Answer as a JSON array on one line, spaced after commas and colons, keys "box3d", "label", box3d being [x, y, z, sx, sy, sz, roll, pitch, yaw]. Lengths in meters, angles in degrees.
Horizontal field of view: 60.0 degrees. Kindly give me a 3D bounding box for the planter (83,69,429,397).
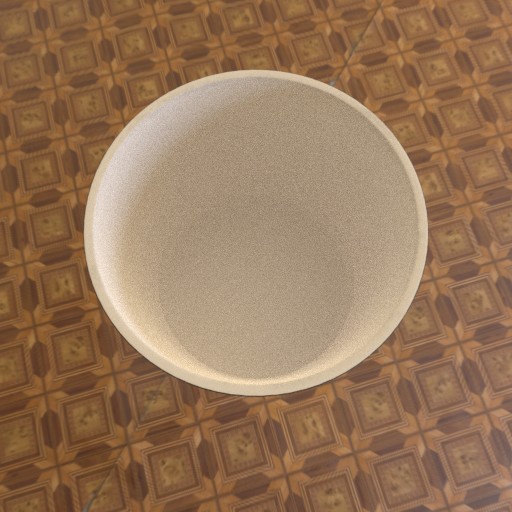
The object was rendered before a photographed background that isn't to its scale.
[{"box3d": [0.000, 0.000, 0.305, 0.178, 0.157, 0.178, 0, 75, 0], "label": "planter"}]
